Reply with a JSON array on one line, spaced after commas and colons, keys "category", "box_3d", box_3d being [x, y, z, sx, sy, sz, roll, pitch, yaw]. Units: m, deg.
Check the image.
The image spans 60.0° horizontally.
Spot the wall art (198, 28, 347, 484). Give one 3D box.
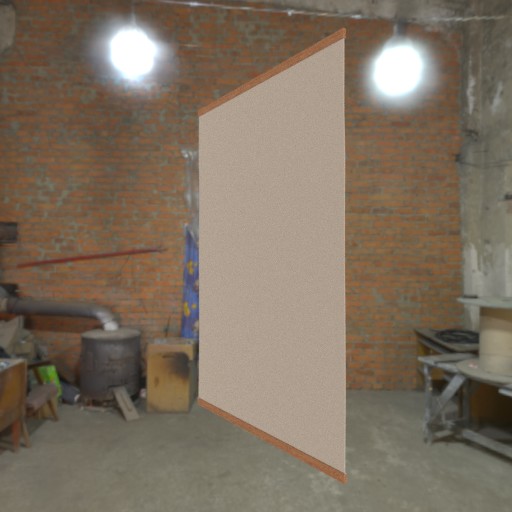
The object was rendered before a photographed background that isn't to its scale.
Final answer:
[{"category": "wall art", "box_3d": [0.000, 0.000, 1.895, 0.019, 1.527, 1.019, 0, -1, -36]}]
